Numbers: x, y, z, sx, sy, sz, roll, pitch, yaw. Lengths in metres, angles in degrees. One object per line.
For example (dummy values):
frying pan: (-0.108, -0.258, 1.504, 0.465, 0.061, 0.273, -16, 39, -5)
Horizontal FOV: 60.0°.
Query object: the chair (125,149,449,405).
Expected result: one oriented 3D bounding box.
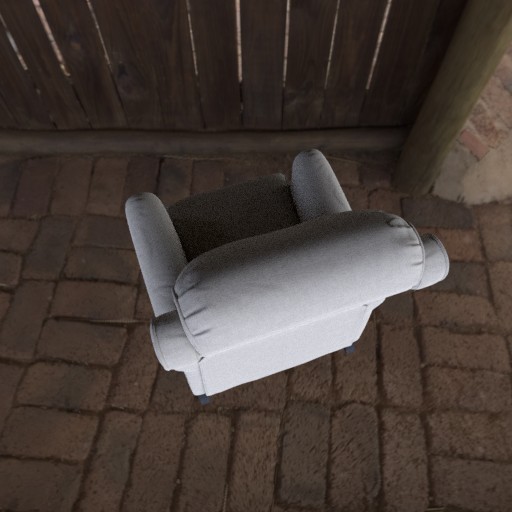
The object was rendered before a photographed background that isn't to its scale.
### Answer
chair: (0.000, 0.000, 1.690, 0.859, 1.046, 0.919, -16, 60, -10)
